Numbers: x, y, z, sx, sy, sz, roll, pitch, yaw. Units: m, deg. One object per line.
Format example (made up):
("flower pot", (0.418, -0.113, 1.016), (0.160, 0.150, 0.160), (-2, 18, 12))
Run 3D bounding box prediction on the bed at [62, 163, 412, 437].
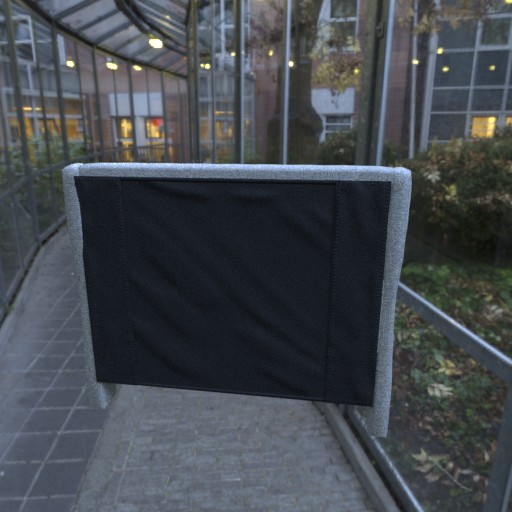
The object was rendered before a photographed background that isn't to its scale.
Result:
("bed", (0.000, 0.000, 3.983), (2.219, 1.771, 2.347), (2, 16, 9))
